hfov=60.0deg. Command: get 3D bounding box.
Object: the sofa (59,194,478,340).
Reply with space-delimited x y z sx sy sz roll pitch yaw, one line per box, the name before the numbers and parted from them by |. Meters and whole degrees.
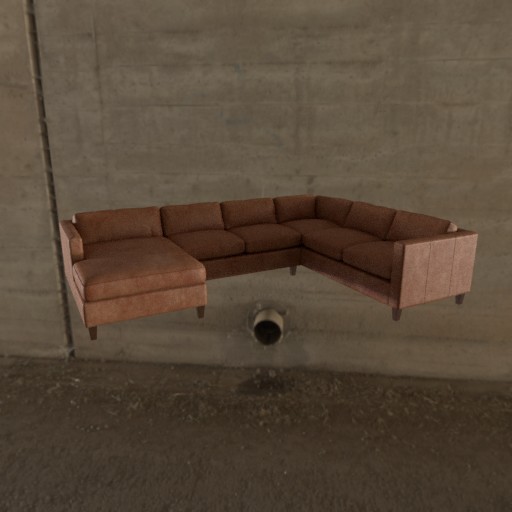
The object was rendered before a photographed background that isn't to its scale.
sofa | 0.000 0.000 4.458 3.401 0.832 2.430 -8 18 -27
